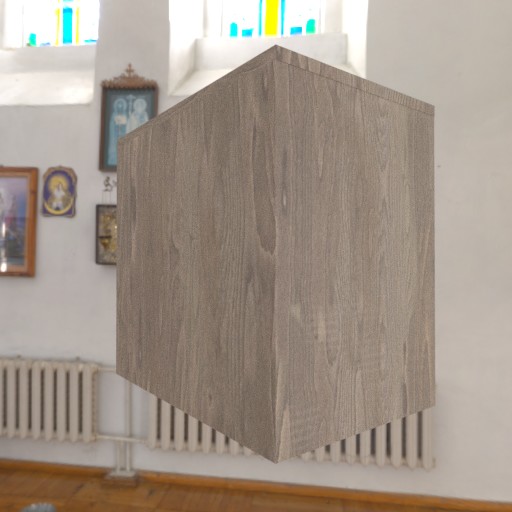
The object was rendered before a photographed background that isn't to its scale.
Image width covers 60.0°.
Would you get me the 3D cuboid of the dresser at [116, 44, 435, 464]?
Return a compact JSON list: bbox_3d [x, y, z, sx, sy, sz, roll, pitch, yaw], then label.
[{"bbox_3d":[0.000,0.000,1.287,0.529,0.762,0.809,0,-1,-37],"label":"dresser"}]
